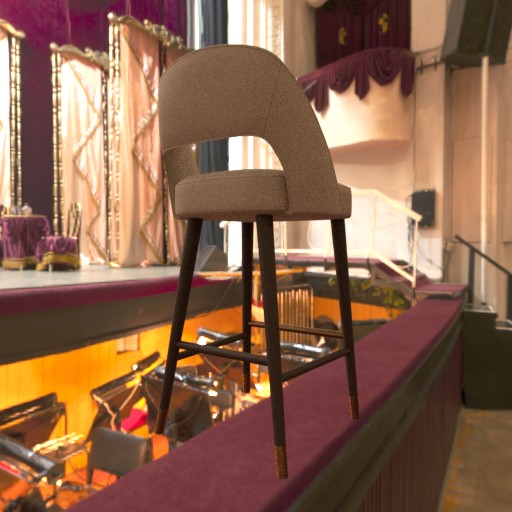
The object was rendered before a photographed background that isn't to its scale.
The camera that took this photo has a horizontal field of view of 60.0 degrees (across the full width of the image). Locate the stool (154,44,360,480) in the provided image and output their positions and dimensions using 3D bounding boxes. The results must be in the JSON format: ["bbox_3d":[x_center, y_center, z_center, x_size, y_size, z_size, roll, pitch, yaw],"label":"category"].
[{"bbox_3d":[0.000,0.000,1.312,0.494,1.037,0.509,1,2,35],"label":"stool"}]
